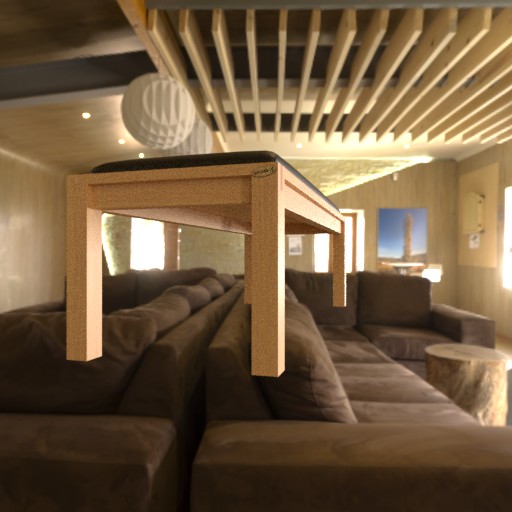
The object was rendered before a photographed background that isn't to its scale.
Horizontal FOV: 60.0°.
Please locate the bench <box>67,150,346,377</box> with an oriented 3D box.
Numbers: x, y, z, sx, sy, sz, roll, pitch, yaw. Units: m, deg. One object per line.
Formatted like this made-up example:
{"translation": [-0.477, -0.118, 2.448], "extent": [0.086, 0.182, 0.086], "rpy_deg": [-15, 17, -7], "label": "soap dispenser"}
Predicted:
{"translation": [0.000, 0.000, 1.421], "extent": [0.450, 0.430, 1.202], "rpy_deg": [0, 0, 17], "label": "bench"}
